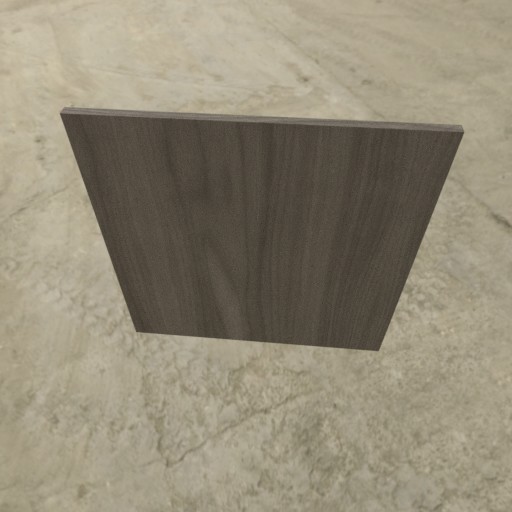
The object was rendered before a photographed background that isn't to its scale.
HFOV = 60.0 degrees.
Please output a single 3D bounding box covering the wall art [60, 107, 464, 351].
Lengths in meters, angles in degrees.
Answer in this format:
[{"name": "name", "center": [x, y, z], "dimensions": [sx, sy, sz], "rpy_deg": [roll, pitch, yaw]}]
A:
[{"name": "wall art", "center": [0.000, 0.000, 0.743], "dimensions": [0.508, 0.507, 0.016], "rpy_deg": [4, 47, 4]}]
